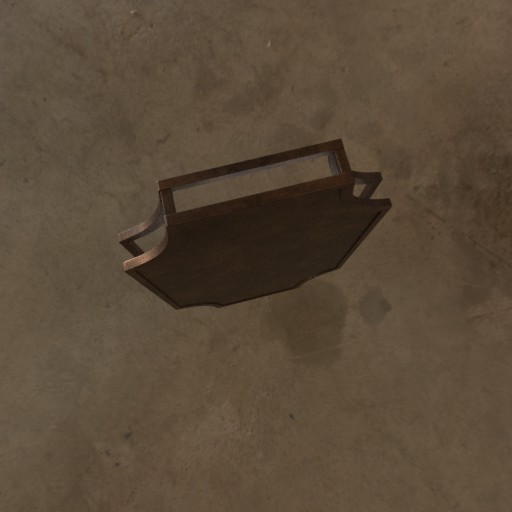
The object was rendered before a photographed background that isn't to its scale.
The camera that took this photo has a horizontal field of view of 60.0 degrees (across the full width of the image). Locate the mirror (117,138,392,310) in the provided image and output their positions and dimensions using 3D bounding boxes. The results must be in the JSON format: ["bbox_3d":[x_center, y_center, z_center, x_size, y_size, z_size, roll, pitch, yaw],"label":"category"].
[{"bbox_3d":[0.000,0.000,0.983,0.462,0.811,0.066,-14,76,-3],"label":"mirror"}]
